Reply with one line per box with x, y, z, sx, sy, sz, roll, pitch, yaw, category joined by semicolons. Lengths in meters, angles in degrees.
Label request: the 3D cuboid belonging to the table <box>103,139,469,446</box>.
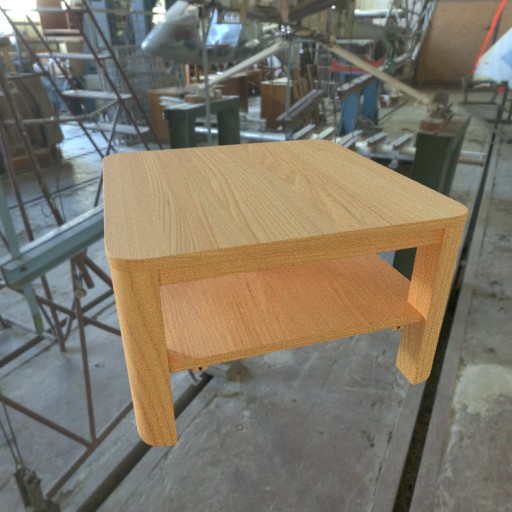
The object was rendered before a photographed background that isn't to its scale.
0.000;0.000;1.241;0.750;0.450;0.750;-8;28;-15;table
